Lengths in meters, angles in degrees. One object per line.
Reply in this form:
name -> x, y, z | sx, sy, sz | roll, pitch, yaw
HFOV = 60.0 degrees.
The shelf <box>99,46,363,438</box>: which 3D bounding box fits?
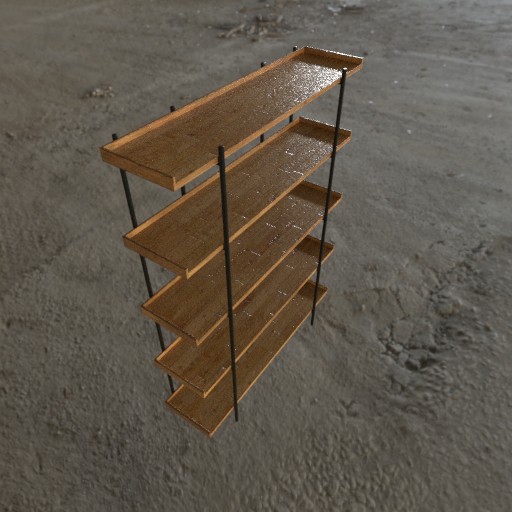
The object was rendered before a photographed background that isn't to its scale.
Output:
shelf -> 0.000, 0.000, 2.449 | 0.379, 1.826, 1.371 | 25, 47, 26
